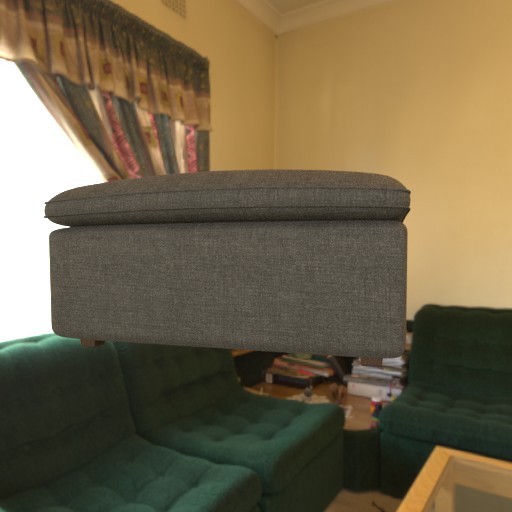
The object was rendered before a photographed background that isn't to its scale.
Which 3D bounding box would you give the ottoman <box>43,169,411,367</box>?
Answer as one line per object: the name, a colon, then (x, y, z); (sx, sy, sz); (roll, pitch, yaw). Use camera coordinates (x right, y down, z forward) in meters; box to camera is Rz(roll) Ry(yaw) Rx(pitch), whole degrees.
ottoman: (0.000, 0.000, 1.676); (1.067, 0.559, 1.067); (0, 0, 16)
